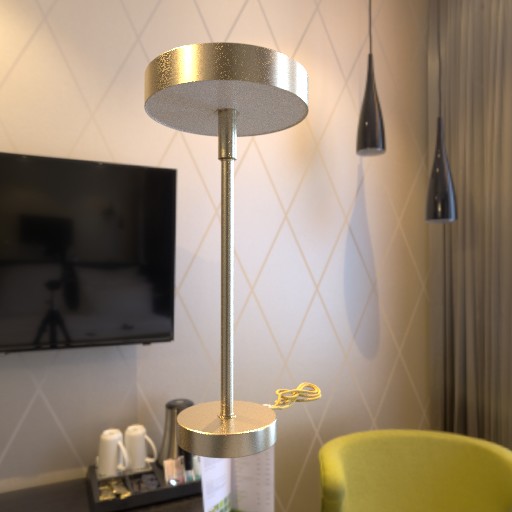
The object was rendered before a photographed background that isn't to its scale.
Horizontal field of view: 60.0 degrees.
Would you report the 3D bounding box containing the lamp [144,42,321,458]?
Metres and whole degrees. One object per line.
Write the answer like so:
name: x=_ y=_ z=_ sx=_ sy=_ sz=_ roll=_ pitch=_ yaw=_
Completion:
lamp: x=0.000 y=0.000 z=0.682 sx=0.229 sy=0.508 sz=0.369 roll=-1 pitch=-2 yaw=35
